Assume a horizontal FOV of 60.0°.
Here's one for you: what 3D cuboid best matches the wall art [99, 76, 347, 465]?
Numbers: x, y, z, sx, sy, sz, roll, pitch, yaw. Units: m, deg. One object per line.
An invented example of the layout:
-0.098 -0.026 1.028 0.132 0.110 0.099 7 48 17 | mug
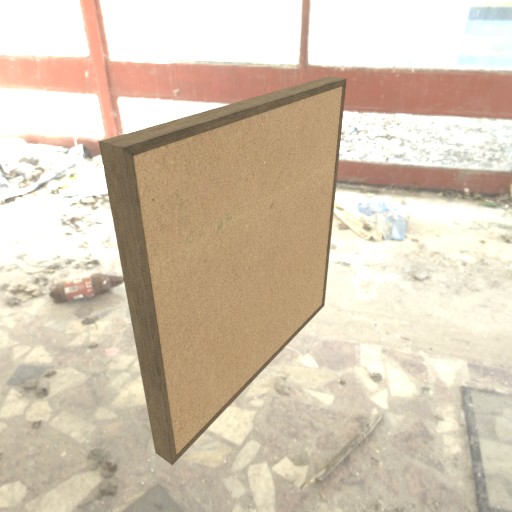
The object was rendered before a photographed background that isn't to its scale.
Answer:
0.000 0.000 0.756 0.038 0.508 0.508 20 36 30 | wall art
